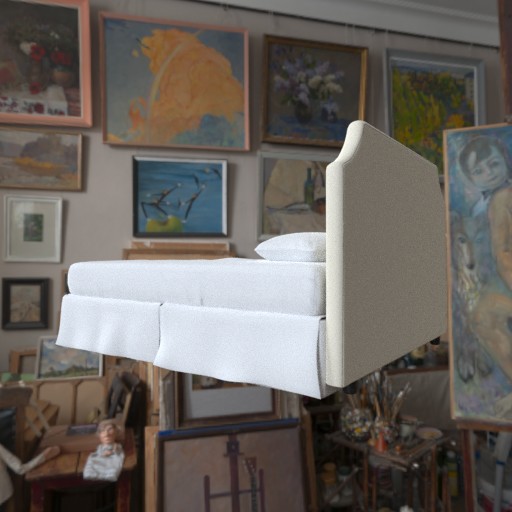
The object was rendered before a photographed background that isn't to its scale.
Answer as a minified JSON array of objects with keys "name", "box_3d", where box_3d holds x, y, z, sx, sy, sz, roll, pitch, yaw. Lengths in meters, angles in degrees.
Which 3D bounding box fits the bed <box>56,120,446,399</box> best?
[{"name":"bed","box_3d":[0.000,0.000,4.060,2.773,1.590,2.350,0,0,37]}]
